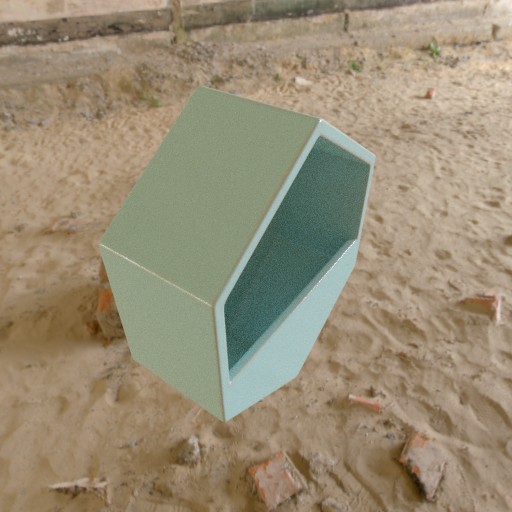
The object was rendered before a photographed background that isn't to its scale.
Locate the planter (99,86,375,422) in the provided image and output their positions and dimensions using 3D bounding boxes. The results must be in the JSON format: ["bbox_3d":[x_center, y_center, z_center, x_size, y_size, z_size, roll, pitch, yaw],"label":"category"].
[{"bbox_3d":[0.000,0.000,0.291,0.078,0.207,0.169,25,47,26],"label":"planter"}]
